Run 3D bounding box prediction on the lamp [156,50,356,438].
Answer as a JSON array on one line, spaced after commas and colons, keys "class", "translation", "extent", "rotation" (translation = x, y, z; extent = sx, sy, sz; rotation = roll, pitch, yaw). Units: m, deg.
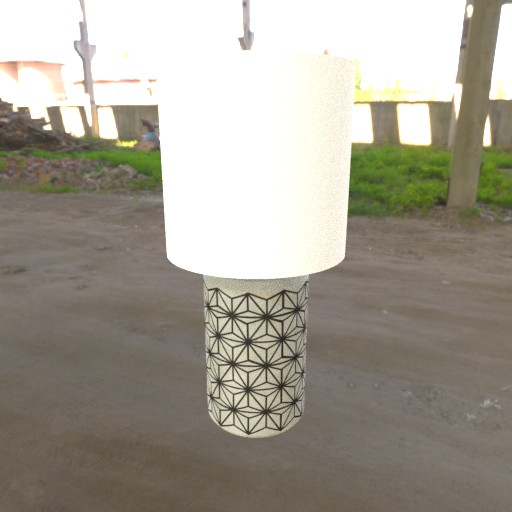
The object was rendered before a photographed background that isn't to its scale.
[{"class": "lamp", "translation": [0.000, 0.000, 0.525], "extent": [0.206, 0.416, 0.206], "rotation": [-3, 17, -11]}]
